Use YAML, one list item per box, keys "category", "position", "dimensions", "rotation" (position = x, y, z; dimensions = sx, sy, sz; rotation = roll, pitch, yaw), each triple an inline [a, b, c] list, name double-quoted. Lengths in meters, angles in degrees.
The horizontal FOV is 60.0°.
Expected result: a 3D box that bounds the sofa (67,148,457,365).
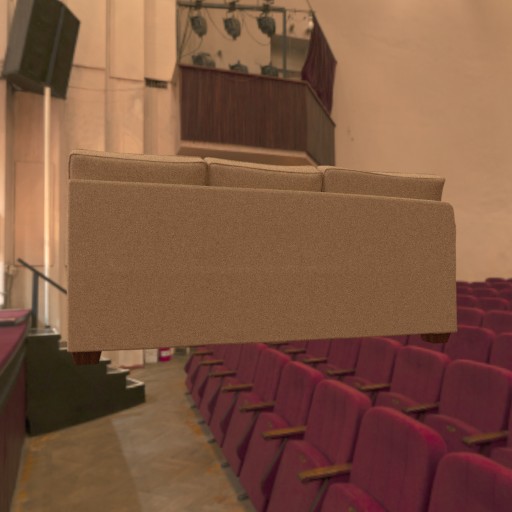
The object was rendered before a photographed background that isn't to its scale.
- category: "sofa"
  position: [0.000, 0.000, 2.574]
  dimensions: [1.962, 0.946, 1.034]
  rotation: [0, -1, -17]
